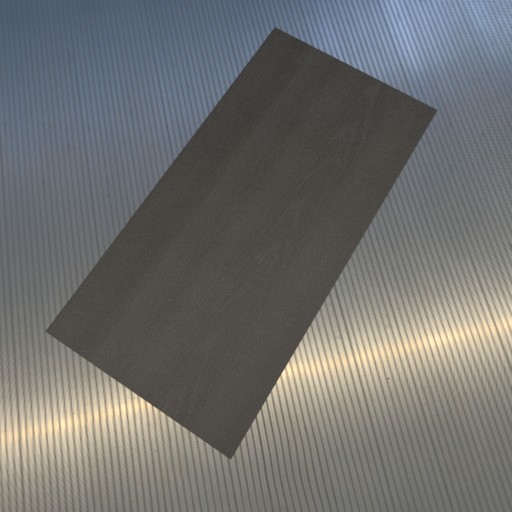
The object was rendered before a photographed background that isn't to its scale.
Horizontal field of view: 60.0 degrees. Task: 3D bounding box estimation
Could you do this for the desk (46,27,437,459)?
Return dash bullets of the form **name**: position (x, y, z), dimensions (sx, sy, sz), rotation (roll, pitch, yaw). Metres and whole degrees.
- **desk**: position (0.000, 0.000, 1.444), dimensions (0.499, 0.762, 0.991), rotation (31, 76, 8)
